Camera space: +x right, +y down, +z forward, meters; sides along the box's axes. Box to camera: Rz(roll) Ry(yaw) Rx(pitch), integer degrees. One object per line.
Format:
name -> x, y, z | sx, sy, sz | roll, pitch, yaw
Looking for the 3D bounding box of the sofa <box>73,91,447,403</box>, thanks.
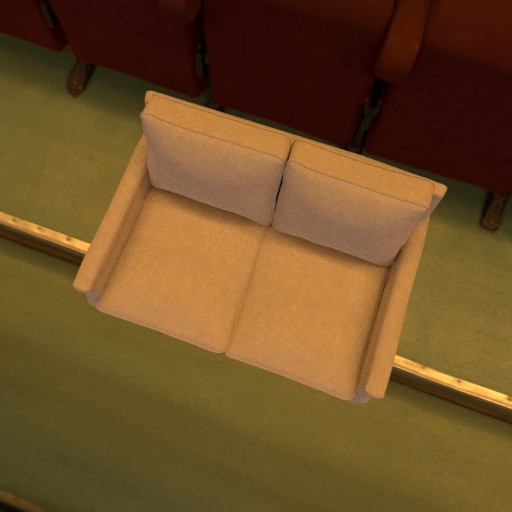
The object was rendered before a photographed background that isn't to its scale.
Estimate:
sofa -> 0.000, 0.000, 2.326 | 1.597, 1.002, 1.084 | 19, 78, 4
